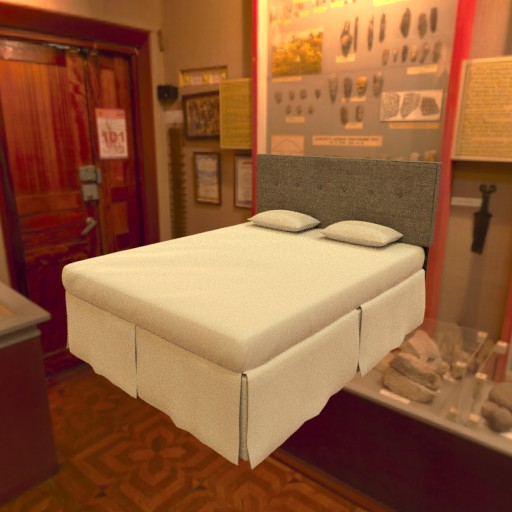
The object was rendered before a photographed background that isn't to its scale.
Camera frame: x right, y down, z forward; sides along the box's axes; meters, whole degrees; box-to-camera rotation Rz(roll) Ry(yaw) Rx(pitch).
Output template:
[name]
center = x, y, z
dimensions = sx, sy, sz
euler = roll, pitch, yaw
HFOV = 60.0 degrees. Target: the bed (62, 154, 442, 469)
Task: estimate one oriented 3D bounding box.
[bed]
center = 0.000, 0.000, 2.890
dimensions = 1.621, 1.168, 1.958
euler = 14, 21, 39
